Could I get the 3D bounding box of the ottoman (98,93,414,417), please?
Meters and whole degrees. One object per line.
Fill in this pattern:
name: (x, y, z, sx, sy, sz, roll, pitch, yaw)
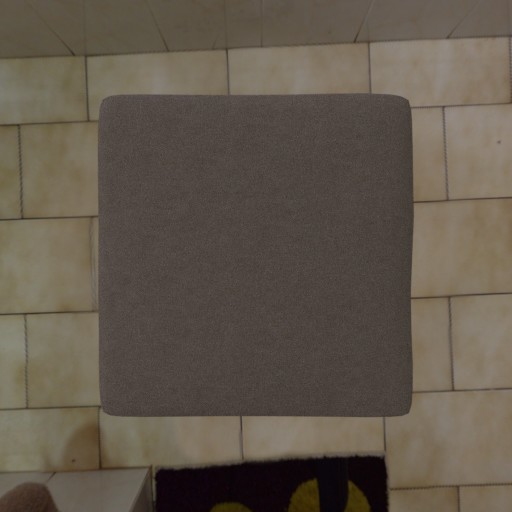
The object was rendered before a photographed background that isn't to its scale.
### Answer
ottoman: (0.000, 0.000, 1.377, 0.861, 0.482, 0.881, 0, 90, 0)
